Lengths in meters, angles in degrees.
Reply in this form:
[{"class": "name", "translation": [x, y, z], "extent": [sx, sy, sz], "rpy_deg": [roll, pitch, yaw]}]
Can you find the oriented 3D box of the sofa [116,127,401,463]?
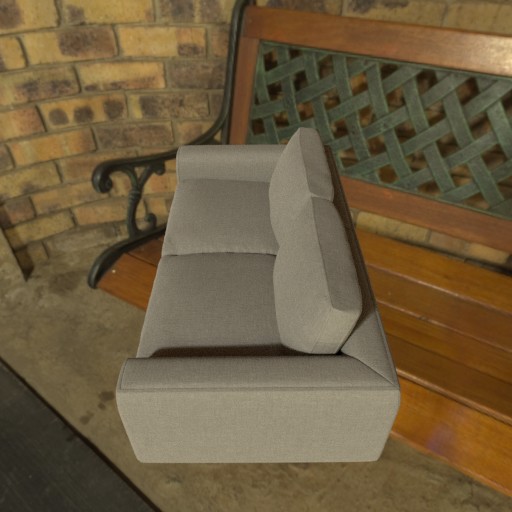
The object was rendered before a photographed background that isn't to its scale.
[{"class": "sofa", "translation": [0.000, 0.000, 2.385], "extent": [1.069, 0.800, 1.920], "rpy_deg": [0, 41, 0]}]
